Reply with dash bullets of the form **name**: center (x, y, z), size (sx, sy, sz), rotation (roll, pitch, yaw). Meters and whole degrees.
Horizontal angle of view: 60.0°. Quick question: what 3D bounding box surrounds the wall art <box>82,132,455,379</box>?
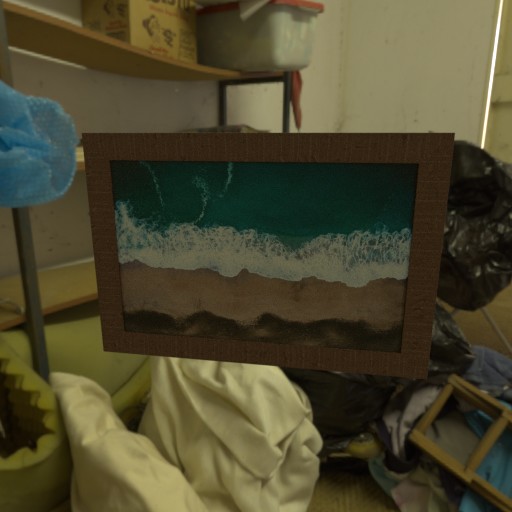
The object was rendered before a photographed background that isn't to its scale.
- **wall art**: center (0.000, 0.000, 1.169), size (0.917, 0.626, 0.019), rotation (3, 16, 9)
